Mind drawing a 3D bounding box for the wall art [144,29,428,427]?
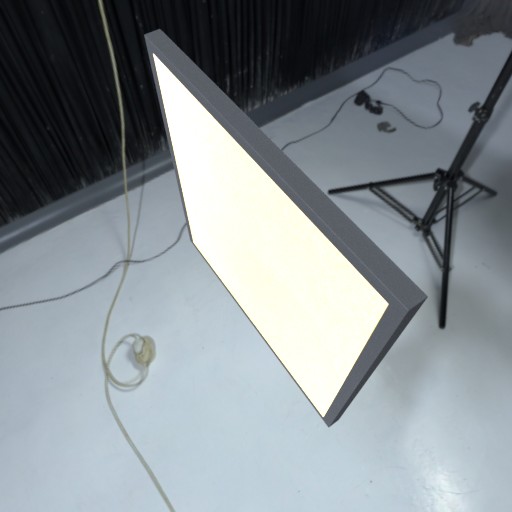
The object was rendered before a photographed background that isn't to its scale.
[{"bbox_3d":[0.000,0.000,1.079,0.037,0.760,0.762,-30,63,-18],"label":"wall art"}]
